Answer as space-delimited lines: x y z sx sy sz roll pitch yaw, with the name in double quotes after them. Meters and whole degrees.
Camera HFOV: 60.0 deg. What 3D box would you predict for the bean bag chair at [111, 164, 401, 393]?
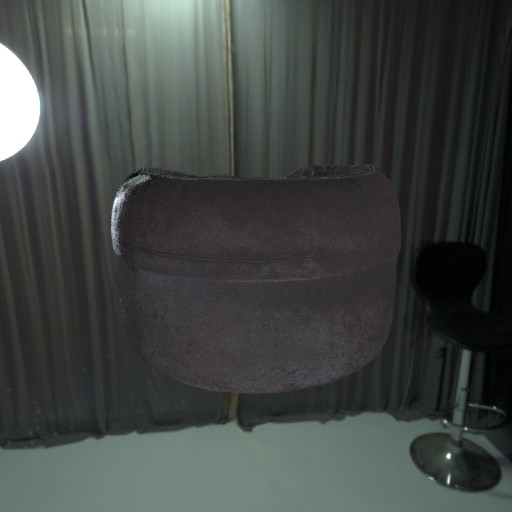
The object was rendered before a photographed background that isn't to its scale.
0.000 0.000 1.495 0.918 0.605 0.918 0 15 0 "bean bag chair"
